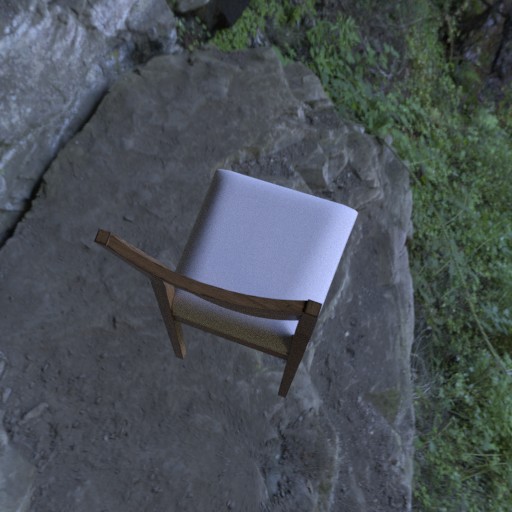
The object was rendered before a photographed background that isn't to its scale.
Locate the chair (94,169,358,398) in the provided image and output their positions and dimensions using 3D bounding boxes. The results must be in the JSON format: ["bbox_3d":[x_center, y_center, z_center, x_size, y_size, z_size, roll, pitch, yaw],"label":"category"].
[{"bbox_3d":[0.000,0.000,1.302,0.497,0.939,0.610,18,66,8],"label":"chair"}]
